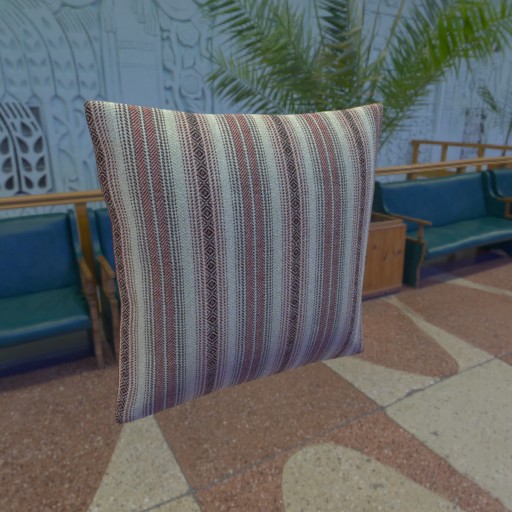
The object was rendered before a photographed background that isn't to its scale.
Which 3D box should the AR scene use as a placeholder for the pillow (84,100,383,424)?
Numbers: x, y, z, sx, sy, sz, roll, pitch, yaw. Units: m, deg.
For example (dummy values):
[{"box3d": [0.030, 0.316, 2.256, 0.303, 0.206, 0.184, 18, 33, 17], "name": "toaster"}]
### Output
[{"box3d": [0.000, 0.000, 0.757, 0.513, 0.497, 0.166, -9, 20, -25], "name": "pillow"}]
